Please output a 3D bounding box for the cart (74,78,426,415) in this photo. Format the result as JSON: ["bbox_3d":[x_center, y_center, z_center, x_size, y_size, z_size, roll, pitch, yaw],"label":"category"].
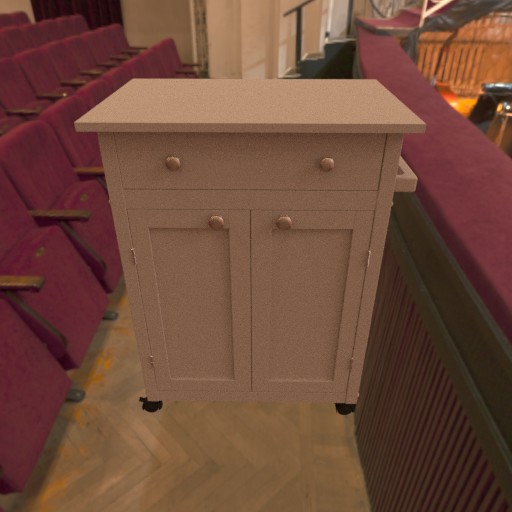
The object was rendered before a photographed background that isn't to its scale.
[{"bbox_3d":[0.000,0.000,1.251,0.683,0.864,0.442,0,32,1],"label":"cart"}]
